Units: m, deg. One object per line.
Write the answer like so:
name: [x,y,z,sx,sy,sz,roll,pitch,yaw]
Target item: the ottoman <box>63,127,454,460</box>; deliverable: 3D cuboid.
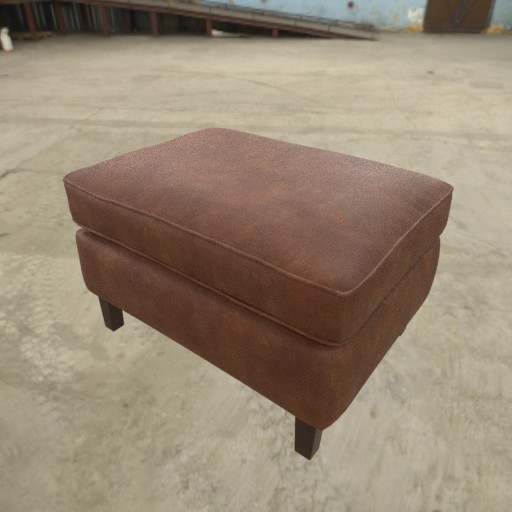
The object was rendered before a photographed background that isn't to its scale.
ottoman: [0.000,0.000,0.967,0.665,0.418,0.501,22,38,31]
